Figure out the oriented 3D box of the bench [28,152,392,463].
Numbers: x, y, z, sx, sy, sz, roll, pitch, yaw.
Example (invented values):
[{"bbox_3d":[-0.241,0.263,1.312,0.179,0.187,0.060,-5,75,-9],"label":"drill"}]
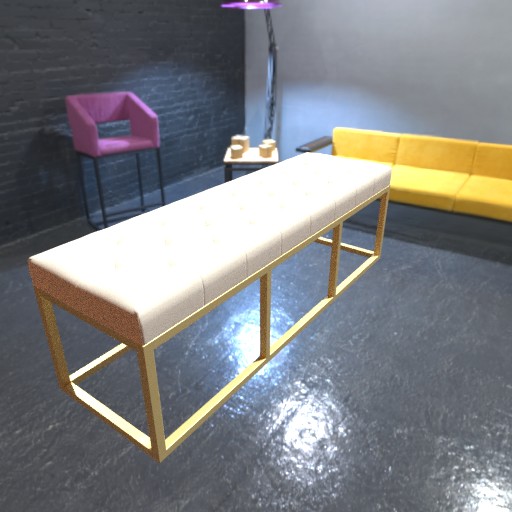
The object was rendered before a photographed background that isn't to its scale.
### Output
[{"bbox_3d":[0.000,0.000,1.697,0.457,0.484,1.473,18,32,32],"label":"bench"}]
